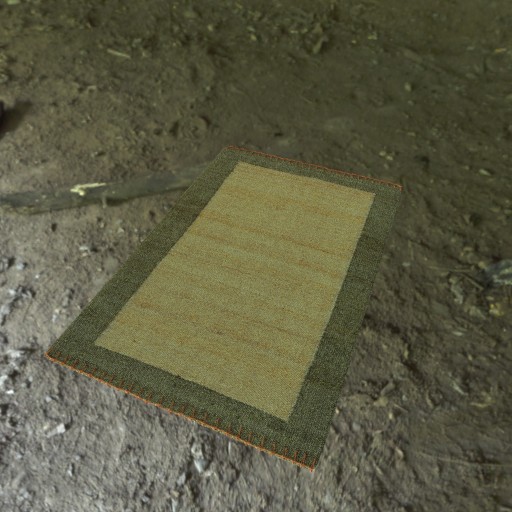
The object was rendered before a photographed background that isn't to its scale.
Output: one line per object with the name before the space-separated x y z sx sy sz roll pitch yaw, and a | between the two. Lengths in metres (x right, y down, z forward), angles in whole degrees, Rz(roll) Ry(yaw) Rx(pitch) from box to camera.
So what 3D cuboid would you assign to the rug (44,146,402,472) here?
rug | 0.000 0.000 2.310 1.220 0.019 1.838 17 48 16
